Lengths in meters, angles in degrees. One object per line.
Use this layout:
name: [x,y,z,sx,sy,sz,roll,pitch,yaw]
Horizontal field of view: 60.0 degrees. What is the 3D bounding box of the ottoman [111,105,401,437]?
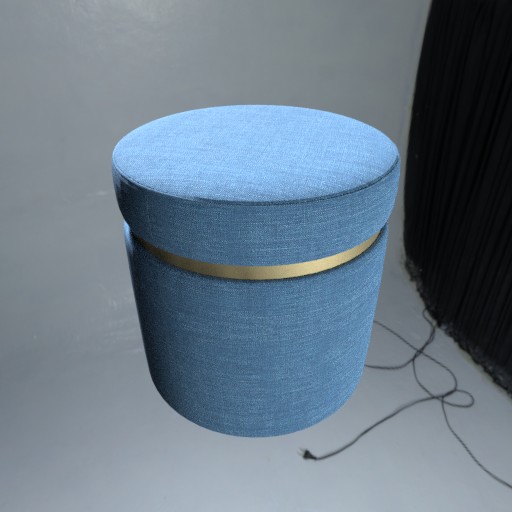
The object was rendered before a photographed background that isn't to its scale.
ottoman: [0.000,0.000,0.721,0.398,0.406,0.398,0,33,0]
